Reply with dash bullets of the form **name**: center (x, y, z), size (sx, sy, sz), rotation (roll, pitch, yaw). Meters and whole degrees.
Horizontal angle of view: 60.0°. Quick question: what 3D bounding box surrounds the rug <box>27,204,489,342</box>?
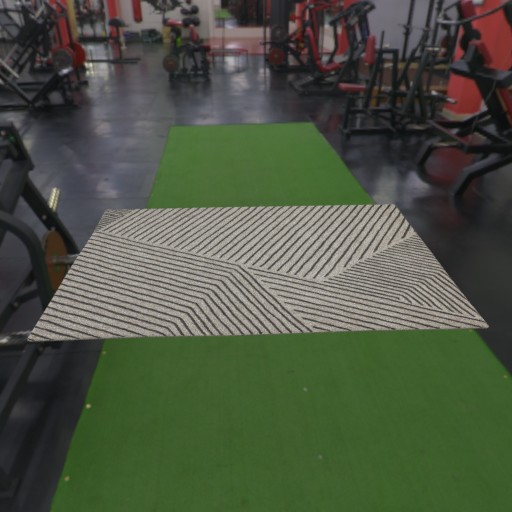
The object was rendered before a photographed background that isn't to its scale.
- **rug**: center (0.000, 0.000, 2.289), size (1.842, 0.019, 1.237), rotation (-1, 30, -2)
